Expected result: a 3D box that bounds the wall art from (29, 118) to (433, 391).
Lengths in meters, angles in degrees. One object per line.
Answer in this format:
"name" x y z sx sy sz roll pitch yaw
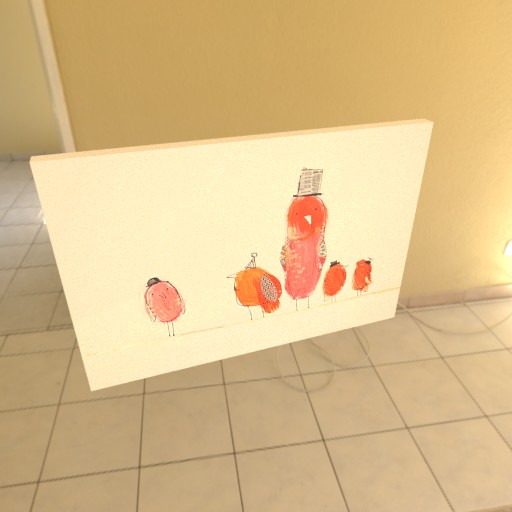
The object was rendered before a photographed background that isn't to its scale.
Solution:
"wall art" 0.000 0.000 1.132 0.914 0.609 0.038 -10 32 -17
